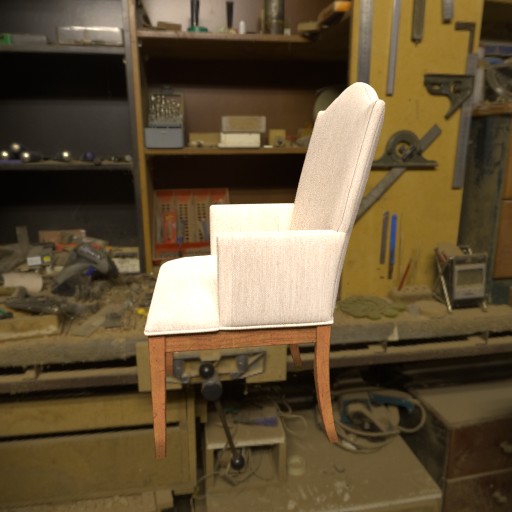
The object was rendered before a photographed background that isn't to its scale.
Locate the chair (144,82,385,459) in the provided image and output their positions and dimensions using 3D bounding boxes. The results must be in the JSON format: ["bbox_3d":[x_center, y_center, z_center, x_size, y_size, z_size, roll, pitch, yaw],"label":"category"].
[{"bbox_3d":[0.000,0.000,1.373,0.641,1.016,0.533,-2,15,-7],"label":"chair"}]
